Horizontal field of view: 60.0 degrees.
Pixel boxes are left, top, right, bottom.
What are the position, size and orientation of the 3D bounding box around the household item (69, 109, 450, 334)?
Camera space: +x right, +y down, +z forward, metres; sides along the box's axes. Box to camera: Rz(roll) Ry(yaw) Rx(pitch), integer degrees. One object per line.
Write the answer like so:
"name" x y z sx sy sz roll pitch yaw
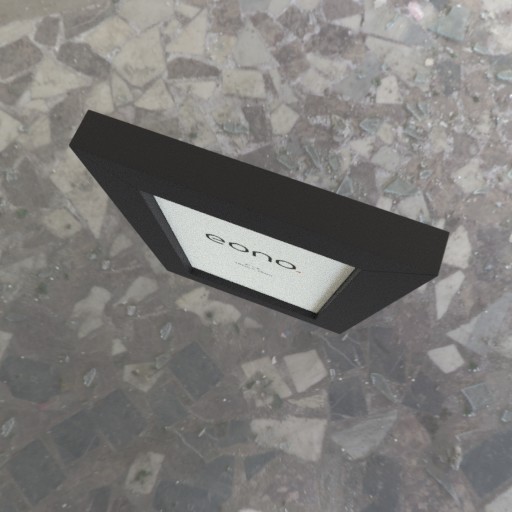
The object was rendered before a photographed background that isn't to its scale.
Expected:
"household item" 0.000 0.000 0.236 0.133 0.178 0.022 20 75 6
